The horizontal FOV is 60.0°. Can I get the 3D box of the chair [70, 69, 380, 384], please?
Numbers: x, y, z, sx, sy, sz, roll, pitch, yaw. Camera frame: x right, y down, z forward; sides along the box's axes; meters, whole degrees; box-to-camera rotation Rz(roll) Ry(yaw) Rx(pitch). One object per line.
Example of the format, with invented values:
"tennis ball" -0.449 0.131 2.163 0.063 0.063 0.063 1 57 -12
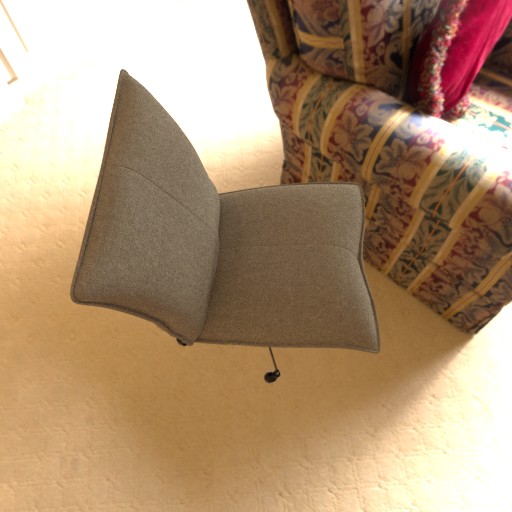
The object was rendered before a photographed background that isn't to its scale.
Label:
"chair" 0.000 0.000 1.288 0.696 0.811 0.597 2 63 1
